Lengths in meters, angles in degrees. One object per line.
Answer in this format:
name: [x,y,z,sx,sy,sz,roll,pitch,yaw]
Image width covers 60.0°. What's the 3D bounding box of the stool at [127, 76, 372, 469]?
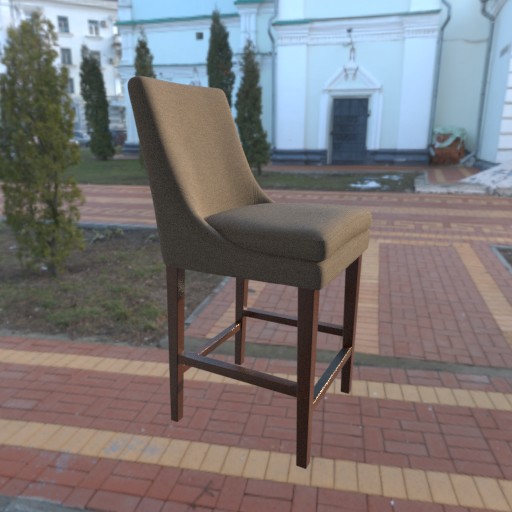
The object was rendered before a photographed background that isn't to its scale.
stool: [0.000,0.000,1.311,0.577,0.981,0.470,8,17,26]
